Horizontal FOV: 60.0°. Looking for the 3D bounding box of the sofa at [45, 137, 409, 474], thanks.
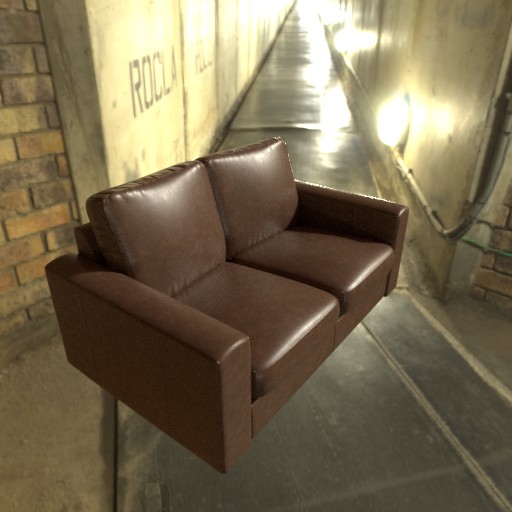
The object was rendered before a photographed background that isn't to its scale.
[{"bbox_3d":[0.000,0.000,2.202,1.016,0.873,1.616,20,34,32],"label":"sofa"}]
